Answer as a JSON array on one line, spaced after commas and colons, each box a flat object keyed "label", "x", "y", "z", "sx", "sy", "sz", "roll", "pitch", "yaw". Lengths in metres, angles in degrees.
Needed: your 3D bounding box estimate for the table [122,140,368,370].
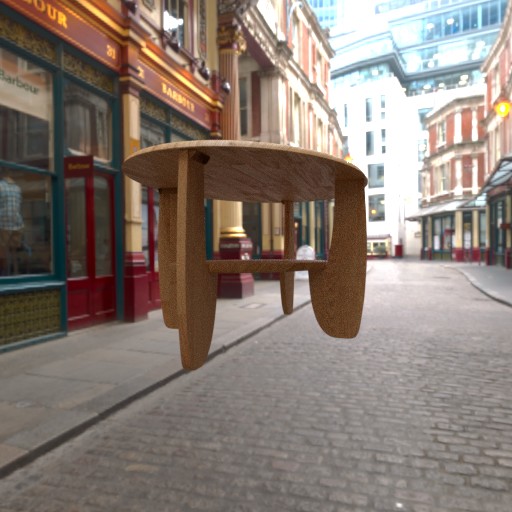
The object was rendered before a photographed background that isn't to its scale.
[{"label": "table", "x": 0.000, "y": 0.000, "z": 1.412, "sx": 0.690, "sy": 0.490, "sz": 1.040, "roll": 0, "pitch": 0, "yaw": 17}]
